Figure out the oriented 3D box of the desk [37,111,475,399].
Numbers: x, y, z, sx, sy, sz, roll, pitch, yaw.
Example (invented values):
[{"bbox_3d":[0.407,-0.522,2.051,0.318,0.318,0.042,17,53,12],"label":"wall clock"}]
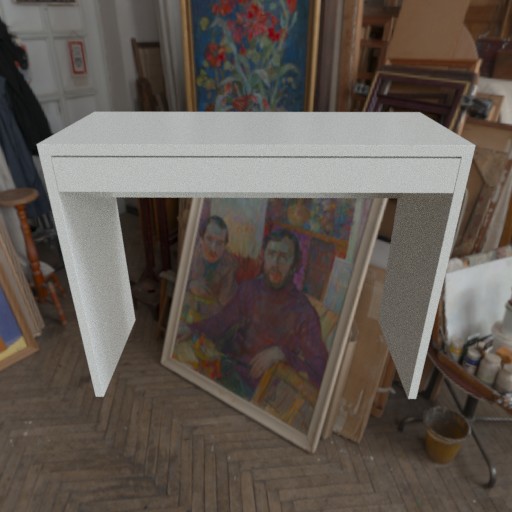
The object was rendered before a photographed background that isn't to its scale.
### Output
[{"bbox_3d":[0.000,0.000,1.373,1.000,0.790,0.400,0,28,0],"label":"desk"}]
